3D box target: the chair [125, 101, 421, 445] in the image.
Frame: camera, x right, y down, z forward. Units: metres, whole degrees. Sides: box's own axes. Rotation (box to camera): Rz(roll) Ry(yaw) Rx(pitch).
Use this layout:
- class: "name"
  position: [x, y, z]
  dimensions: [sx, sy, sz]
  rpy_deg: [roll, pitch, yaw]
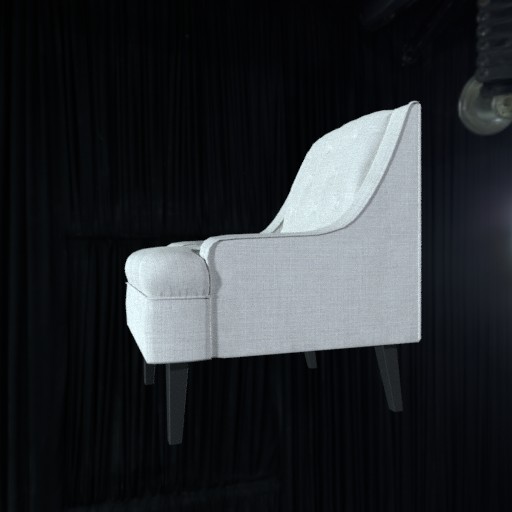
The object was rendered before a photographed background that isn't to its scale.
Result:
- class: "chair"
  position: [0.000, 0.000, 1.410]
  dimensions: [0.772, 0.891, 0.658]
  rpy_deg: [0, 0, -20]
